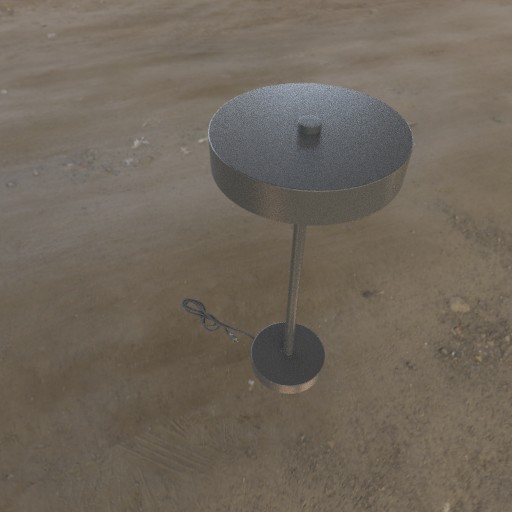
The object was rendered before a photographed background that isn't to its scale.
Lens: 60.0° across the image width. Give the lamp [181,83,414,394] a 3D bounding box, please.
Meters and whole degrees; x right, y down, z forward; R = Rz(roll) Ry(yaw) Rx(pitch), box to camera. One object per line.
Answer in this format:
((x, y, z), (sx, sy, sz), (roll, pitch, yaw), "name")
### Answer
((0.000, 0.000, 0.702), (0.369, 0.508, 0.229), (23, 50, 21), "lamp")
